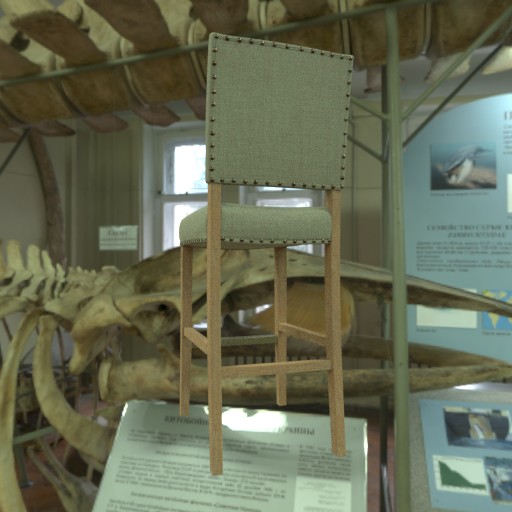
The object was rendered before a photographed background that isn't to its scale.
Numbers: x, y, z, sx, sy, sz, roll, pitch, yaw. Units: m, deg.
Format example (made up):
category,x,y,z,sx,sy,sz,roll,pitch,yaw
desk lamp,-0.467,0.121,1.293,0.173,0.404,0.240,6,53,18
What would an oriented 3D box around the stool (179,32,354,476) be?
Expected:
category,x,y,z,sx,sy,sz,roll,pitch,yaw
stool,0.000,0.000,1.506,0.445,1.203,0.585,0,-1,-18
